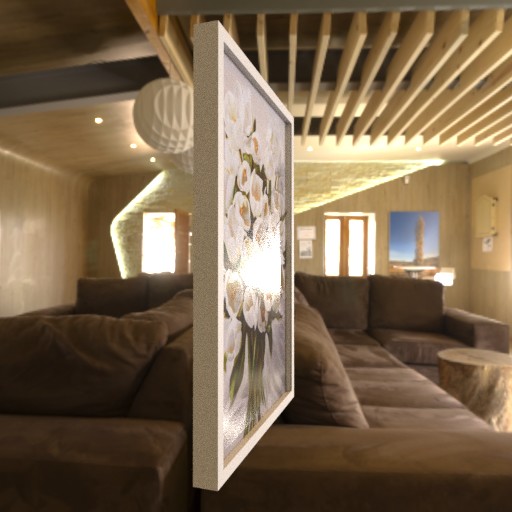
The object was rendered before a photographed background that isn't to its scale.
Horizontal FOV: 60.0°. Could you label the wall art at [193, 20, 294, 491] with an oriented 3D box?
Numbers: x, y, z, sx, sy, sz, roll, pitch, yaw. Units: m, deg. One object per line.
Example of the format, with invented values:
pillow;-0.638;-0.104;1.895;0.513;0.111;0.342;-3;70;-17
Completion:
wall art;0.000;0.000;0.838;0.038;0.657;0.450;0;-1;18
